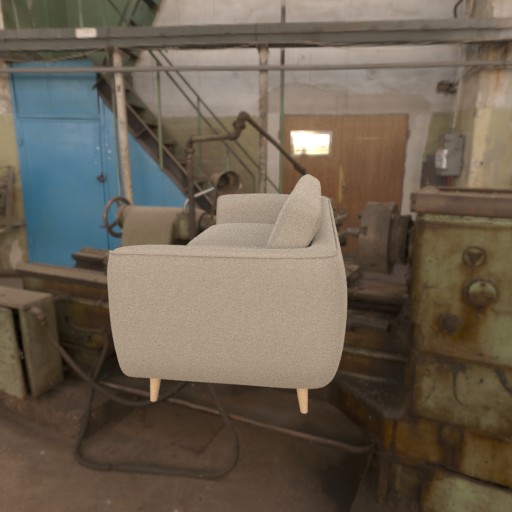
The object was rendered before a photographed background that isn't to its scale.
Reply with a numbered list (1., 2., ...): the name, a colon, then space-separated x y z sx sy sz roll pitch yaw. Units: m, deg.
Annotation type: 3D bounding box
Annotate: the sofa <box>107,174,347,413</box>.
1. sofa: 0.000 0.000 2.515 0.920 0.850 2.000 2 14 8
